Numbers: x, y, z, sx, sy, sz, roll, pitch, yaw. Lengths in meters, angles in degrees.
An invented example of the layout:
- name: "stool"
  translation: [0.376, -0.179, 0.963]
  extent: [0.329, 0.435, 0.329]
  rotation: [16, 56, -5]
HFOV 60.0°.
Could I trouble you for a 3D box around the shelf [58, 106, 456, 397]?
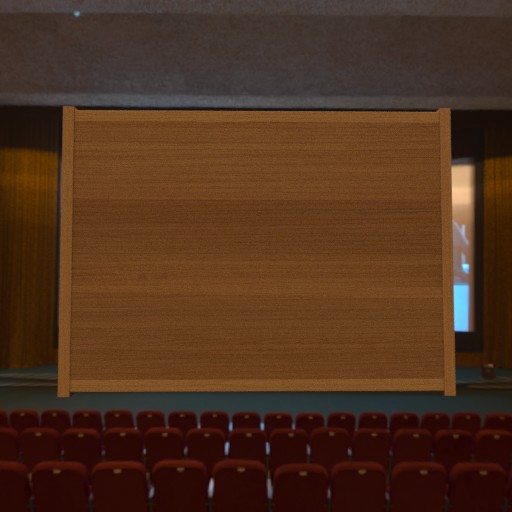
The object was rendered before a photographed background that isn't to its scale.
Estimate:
- name: "shelf"
  translation: [0.000, 0.000, 0.612]
  extent: [0.415, 0.305, 0.290]
  rotation: [0, -2, -1]
